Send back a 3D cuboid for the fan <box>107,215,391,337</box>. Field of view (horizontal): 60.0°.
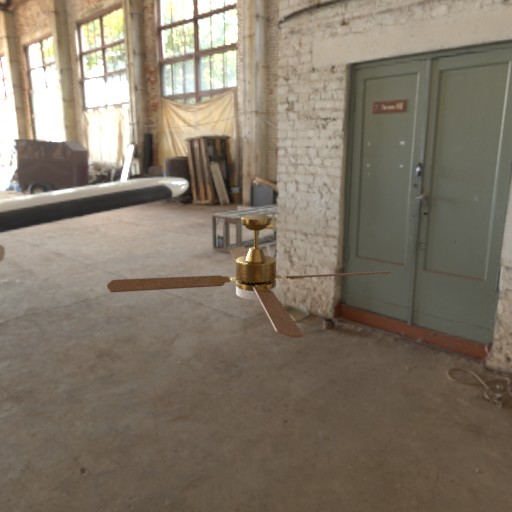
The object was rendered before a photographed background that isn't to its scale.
[{"bbox_3d":[0.000,0.000,2.020,1.320,0.355,1.320,-2,14,-10],"label":"fan"}]
